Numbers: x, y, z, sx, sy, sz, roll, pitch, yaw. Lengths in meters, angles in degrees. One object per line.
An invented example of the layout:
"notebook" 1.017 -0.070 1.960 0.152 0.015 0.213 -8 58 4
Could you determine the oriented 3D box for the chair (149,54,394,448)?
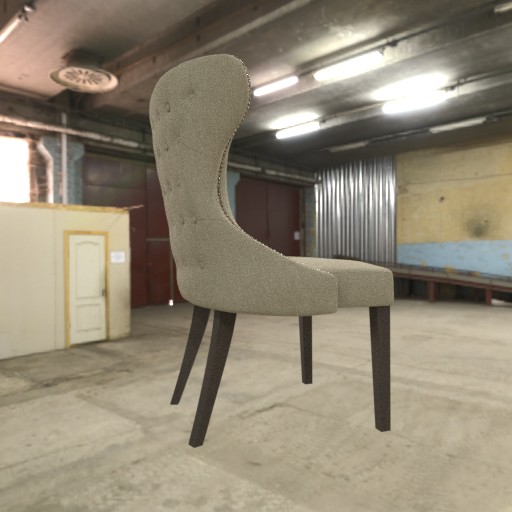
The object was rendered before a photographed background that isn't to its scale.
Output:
"chair" 0.000 0.000 1.366 0.635 0.967 0.628 0 0 -19
